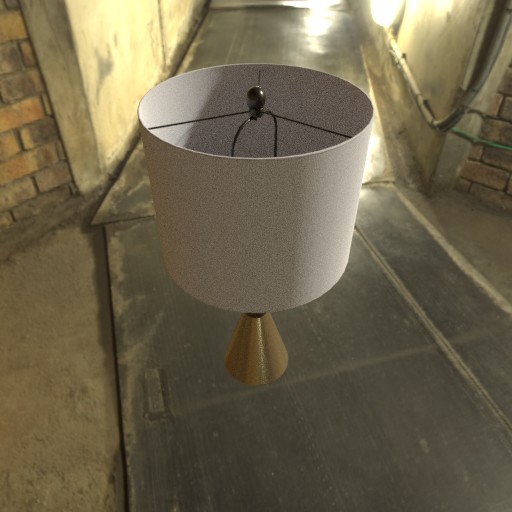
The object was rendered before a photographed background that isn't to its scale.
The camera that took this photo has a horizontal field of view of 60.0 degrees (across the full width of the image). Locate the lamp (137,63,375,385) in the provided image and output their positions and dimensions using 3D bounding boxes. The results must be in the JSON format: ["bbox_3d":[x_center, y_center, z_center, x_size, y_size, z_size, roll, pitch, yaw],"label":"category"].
[{"bbox_3d":[0.000,0.000,0.754,0.304,0.573,0.304,25,47,26],"label":"lamp"}]
